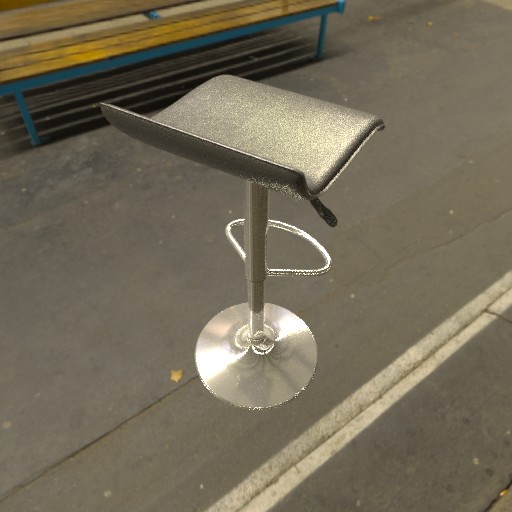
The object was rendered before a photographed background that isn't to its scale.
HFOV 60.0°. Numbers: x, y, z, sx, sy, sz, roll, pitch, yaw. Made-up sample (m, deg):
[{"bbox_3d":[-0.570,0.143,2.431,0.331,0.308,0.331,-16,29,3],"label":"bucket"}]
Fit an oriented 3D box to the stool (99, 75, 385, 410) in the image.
[{"bbox_3d":[0.000,0.000,1.063,0.381,0.851,0.381,24,51,21],"label":"stool"}]
